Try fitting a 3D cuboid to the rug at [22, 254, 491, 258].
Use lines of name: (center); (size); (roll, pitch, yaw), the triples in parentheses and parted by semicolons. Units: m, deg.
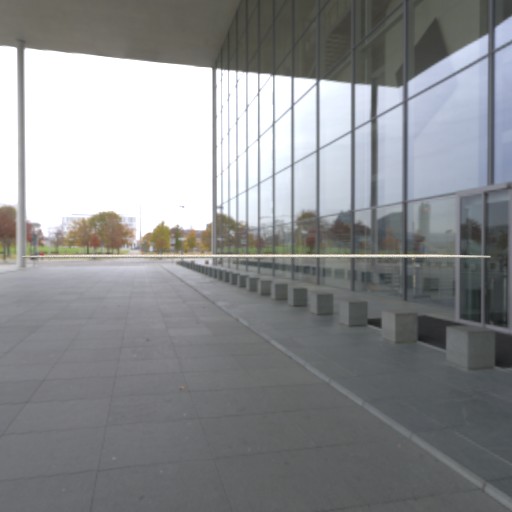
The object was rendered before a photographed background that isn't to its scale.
rug: (0.000, 0.000, 2.672); (2.435, 0.009, 0.750); (0, 1, 0)
